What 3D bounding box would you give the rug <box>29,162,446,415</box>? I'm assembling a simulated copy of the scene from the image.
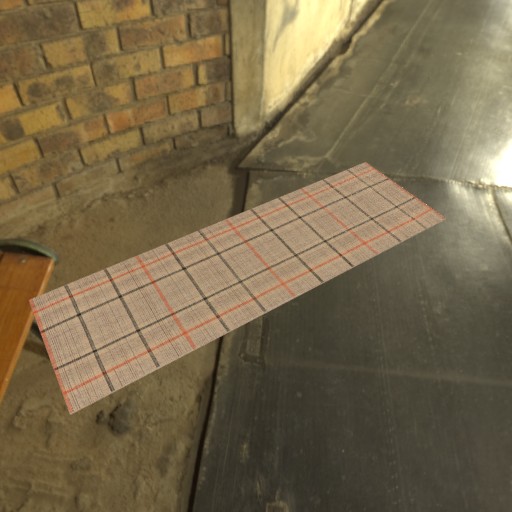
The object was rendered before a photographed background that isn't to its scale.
[{"bbox_3d":[0.000,0.000,2.640,2.439,0.008,0.762,-25,51,-22],"label":"rug"}]
